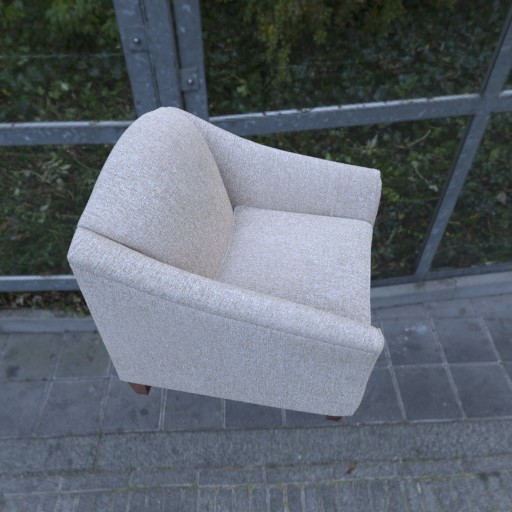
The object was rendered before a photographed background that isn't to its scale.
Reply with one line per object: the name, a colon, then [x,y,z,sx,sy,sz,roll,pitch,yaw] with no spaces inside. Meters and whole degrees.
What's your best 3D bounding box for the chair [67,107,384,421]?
chair: [0.000,0.000,1.460,0.787,0.839,0.763,8,46,7]
